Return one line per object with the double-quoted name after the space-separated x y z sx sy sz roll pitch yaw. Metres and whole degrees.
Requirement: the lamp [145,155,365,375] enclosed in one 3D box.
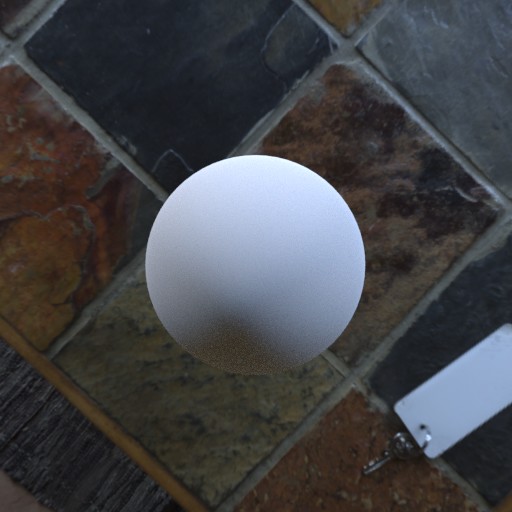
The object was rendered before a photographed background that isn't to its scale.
0.000 0.000 0.348 0.141 0.250 0.152 0 90 0 "lamp"
